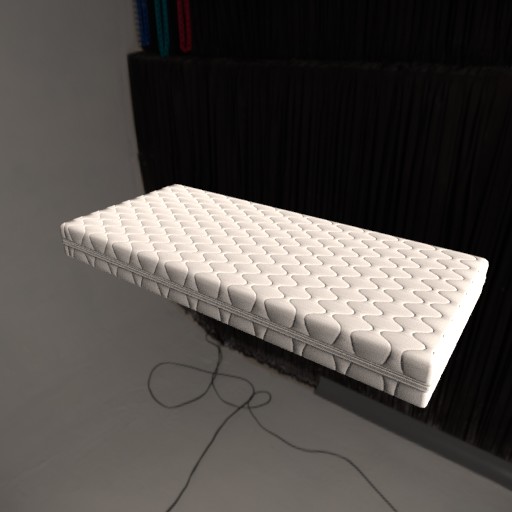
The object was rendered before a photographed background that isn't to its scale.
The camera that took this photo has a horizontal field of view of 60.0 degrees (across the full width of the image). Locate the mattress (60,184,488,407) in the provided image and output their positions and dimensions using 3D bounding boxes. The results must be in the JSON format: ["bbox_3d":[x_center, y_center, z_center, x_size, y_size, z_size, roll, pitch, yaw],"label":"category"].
[{"bbox_3d":[0.000,0.000,2.257,2.000,0.200,0.900,18,32,31],"label":"mattress"}]
